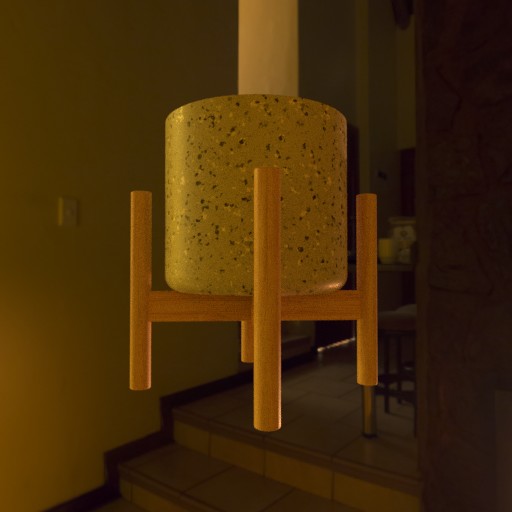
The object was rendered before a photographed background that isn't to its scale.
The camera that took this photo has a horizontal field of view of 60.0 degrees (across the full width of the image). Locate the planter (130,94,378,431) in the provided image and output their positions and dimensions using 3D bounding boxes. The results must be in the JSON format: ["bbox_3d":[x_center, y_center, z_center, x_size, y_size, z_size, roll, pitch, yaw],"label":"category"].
[{"bbox_3d":[0.000,0.000,0.551,0.284,0.320,0.284,0,-1,18],"label":"planter"}]
